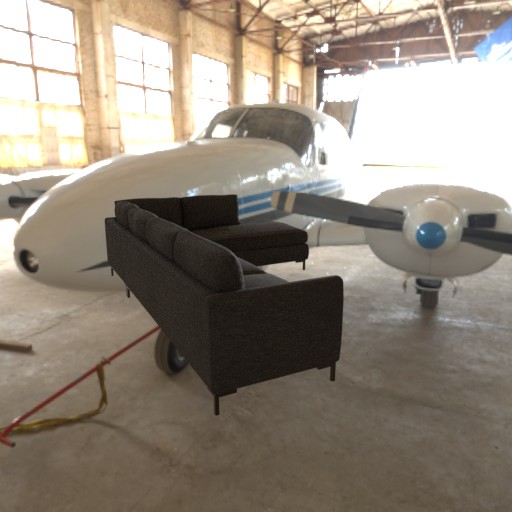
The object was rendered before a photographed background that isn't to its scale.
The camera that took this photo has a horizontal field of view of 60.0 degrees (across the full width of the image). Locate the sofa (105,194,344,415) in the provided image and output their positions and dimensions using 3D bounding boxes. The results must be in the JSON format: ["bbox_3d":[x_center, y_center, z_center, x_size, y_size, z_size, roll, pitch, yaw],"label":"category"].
[{"bbox_3d":[0.000,0.000,3.794,2.007,0.815,2.949,-7,15,-27],"label":"sofa"}]
